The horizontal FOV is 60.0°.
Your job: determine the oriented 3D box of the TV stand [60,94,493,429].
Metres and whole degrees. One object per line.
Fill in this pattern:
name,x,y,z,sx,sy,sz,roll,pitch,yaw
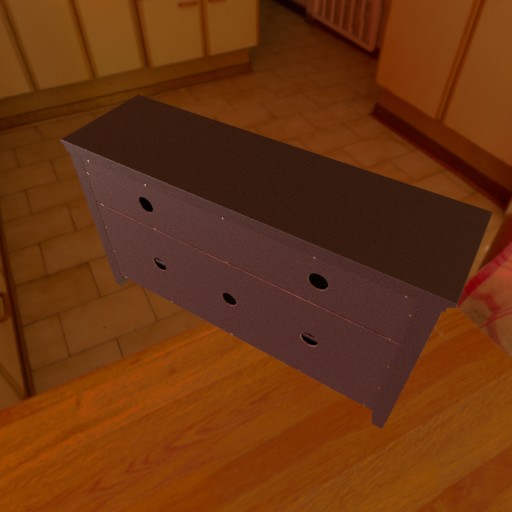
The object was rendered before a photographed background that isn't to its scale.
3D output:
TV stand,0.000,0.000,1.483,1.198,0.681,0.347,24,51,21
